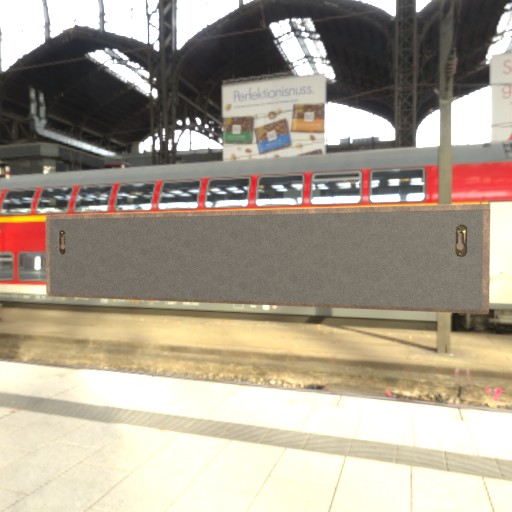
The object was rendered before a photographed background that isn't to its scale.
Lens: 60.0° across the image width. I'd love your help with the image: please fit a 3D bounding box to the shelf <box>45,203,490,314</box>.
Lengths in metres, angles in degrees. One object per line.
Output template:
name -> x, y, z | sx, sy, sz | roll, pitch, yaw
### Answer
shelf -> 0.000, 0.000, 0.682 | 0.610, 0.125, 0.200 | 0, 1, 17
